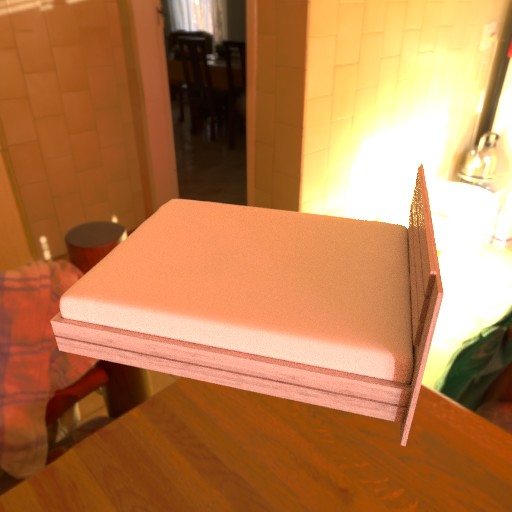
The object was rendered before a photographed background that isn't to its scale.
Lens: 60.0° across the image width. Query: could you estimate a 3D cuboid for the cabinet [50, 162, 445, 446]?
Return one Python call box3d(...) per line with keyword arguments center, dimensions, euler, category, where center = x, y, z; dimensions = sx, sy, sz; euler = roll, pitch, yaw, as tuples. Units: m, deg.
box3d(center=(0.000, 0.000, 3.012), dimensions=(2.080, 0.970, 1.750), euler=(8, 31, 13), category="cabinet")
